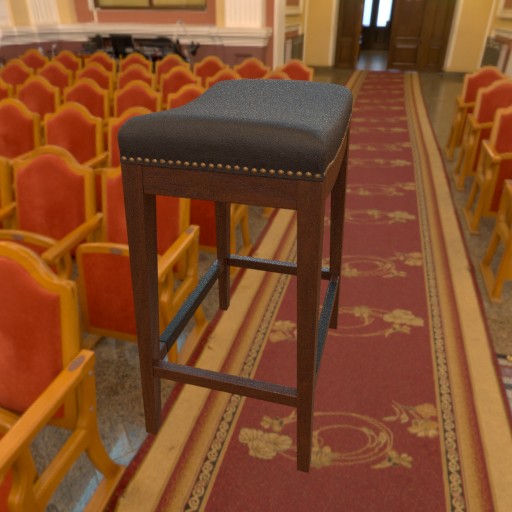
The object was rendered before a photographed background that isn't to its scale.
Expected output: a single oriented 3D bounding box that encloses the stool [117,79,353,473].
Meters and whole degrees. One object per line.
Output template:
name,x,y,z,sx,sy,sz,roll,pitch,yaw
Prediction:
stool,0.000,0.000,0.956,0.353,0.664,0.490,8,30,14
